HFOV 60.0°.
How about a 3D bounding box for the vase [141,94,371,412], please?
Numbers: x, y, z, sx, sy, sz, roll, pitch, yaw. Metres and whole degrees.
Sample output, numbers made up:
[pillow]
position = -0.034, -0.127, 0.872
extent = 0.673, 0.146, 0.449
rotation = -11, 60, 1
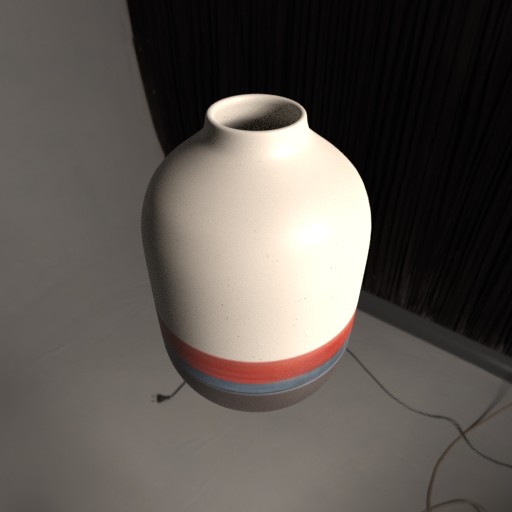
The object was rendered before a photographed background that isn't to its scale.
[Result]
[vase]
position = 0.000, 0.000, 0.355
extent = 0.169, 0.237, 0.169
rotation = 0, 40, 0
